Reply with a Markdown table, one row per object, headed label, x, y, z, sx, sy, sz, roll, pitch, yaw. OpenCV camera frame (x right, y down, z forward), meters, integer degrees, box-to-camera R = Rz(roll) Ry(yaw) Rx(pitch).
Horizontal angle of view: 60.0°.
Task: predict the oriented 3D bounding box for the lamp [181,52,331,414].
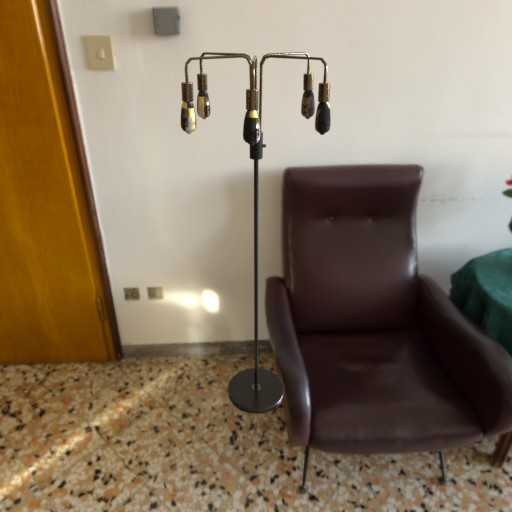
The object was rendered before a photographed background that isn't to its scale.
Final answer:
| label | x | y | z | sx | sy | sz | roll | pitch | yaw |
| --- | --- | --- | --- | --- | --- | --- | --- | --- | --- |
| lamp | 0.000 | 0.000 | 2.069 | 0.599 | 1.721 | 0.572 | -21 | 35 | -33 |
